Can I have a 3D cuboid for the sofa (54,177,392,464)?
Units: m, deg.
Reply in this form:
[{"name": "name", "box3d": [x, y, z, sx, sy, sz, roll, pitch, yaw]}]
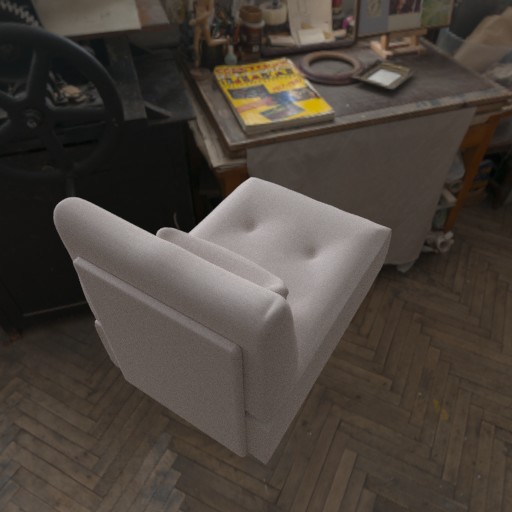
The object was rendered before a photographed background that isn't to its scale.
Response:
[{"name": "sofa", "box3d": [0.000, 0.000, 1.570, 0.700, 0.820, 1.000, 25, 51, 22]}]
